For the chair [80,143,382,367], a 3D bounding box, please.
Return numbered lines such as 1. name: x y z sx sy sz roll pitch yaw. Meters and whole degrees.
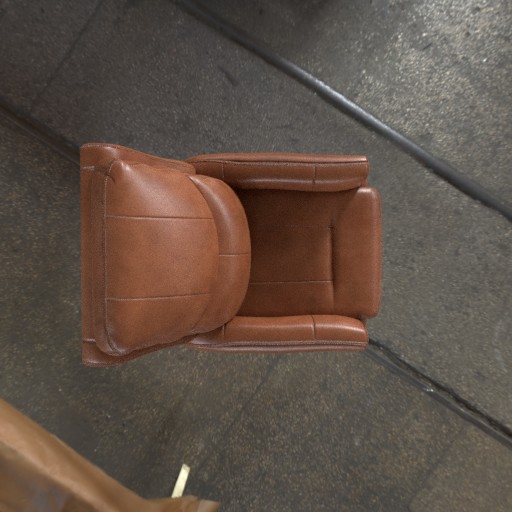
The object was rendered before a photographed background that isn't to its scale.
1. chair: 0.000 0.000 1.746 1.072 1.016 0.821 0 91 0
